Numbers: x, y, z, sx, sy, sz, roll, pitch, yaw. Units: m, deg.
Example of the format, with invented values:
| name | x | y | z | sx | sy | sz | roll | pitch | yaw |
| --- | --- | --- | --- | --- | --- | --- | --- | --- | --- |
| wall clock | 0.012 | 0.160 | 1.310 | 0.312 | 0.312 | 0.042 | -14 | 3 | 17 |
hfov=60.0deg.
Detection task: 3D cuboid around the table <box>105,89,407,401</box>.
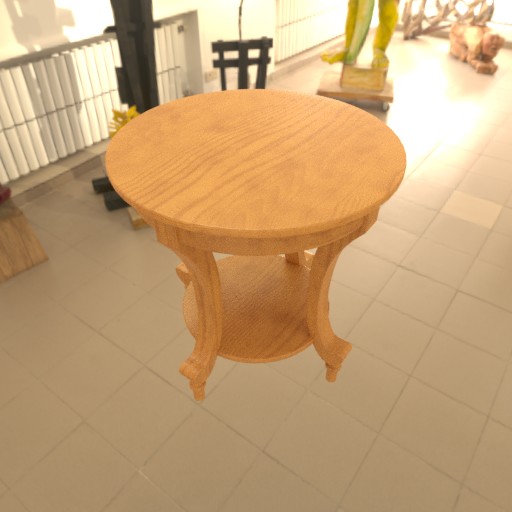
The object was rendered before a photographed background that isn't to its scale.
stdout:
| name | x | y | z | sx | sy | sz | roll | pitch | yaw |
| --- | --- | --- | --- | --- | --- | --- | --- | --- | --- |
| table | 0.000 | 0.000 | 1.101 | 0.597 | 0.612 | 0.597 | 0 | 40 | 0 |
